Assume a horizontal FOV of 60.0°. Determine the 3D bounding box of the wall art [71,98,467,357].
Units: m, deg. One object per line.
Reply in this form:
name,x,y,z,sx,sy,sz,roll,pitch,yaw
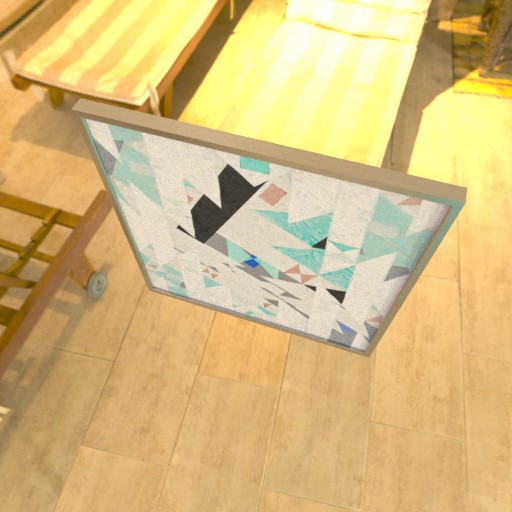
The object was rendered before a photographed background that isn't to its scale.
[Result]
wall art,0.000,0.000,1.214,0.806,0.806,0.038,16,59,10
